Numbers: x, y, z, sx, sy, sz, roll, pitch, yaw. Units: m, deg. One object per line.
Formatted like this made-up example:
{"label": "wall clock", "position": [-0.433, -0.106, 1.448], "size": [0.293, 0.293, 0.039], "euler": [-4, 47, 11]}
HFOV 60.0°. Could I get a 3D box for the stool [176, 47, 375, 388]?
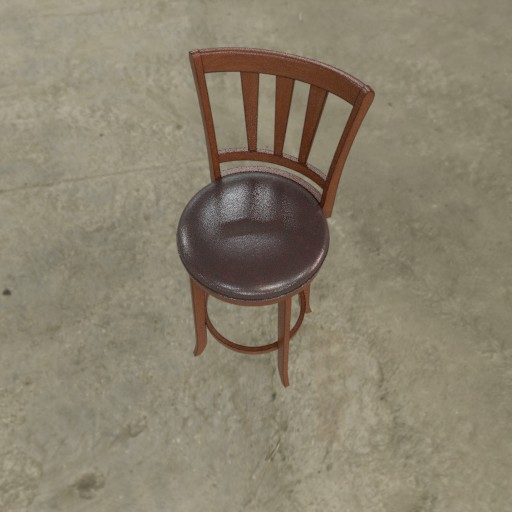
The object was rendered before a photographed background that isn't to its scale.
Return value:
{"label": "stool", "position": [0.000, 0.000, 1.460], "size": [0.464, 1.177, 0.503], "euler": [16, 60, 10]}
